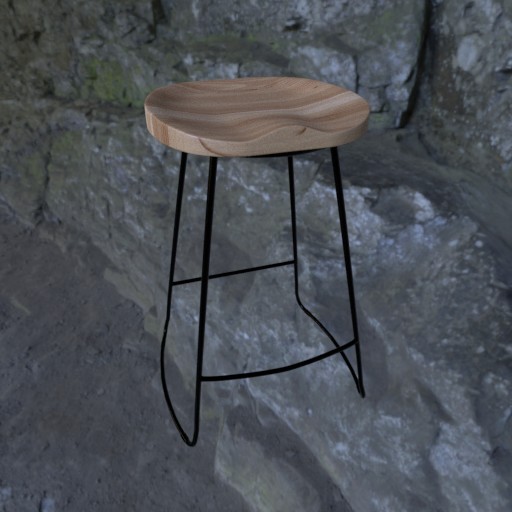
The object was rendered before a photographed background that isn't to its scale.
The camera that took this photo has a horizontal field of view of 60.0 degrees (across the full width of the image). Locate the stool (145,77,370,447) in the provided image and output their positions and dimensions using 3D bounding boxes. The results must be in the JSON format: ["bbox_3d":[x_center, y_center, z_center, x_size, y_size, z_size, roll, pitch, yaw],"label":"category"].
[{"bbox_3d":[0.000,0.000,0.973,0.480,0.679,0.401,-10,33,-16],"label":"stool"}]
